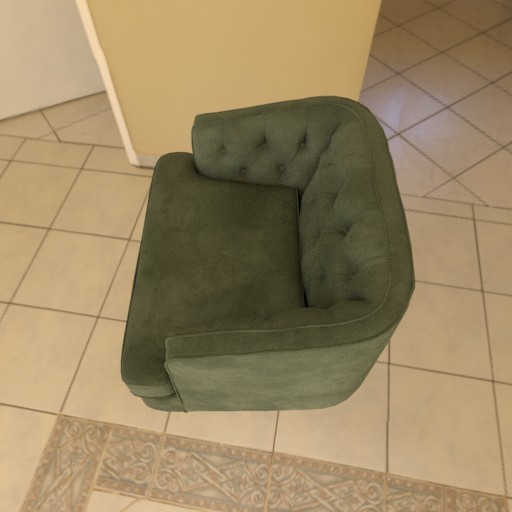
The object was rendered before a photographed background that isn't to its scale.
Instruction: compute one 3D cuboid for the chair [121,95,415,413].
[{"bbox_3d":[0.000,0.000,1.787,0.941,0.852,1.104,0,57,0],"label":"chair"}]
